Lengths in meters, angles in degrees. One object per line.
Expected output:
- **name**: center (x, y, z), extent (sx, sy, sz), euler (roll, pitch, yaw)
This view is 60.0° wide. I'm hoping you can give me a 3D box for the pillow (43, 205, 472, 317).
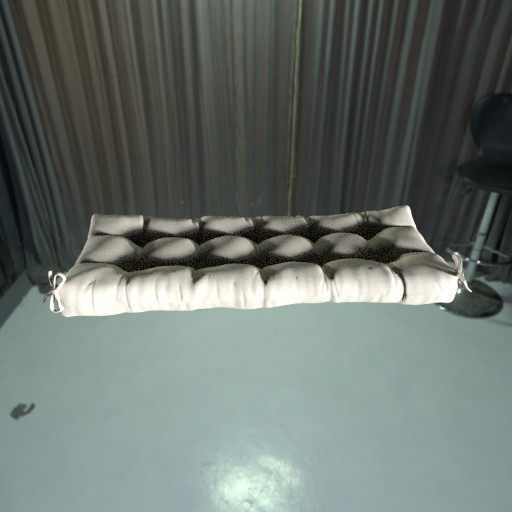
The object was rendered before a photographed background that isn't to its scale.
- **pillow**: center (0.000, 0.000, 1.372), extent (1.194, 0.174, 0.511), euler (-2, 32, -3)
